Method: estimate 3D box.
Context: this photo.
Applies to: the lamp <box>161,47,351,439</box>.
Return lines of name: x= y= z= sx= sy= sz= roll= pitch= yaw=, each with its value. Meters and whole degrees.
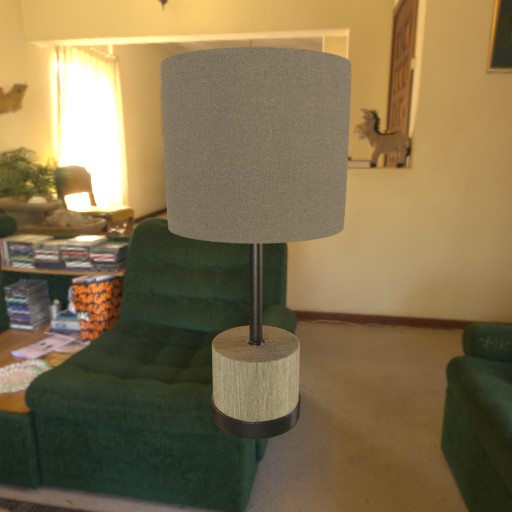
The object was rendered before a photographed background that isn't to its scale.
lamp: x=0.000 y=0.000 z=0.593 sx=0.229 sy=0.470 sz=0.229 roll=-2 pitch=14 yaw=-7
